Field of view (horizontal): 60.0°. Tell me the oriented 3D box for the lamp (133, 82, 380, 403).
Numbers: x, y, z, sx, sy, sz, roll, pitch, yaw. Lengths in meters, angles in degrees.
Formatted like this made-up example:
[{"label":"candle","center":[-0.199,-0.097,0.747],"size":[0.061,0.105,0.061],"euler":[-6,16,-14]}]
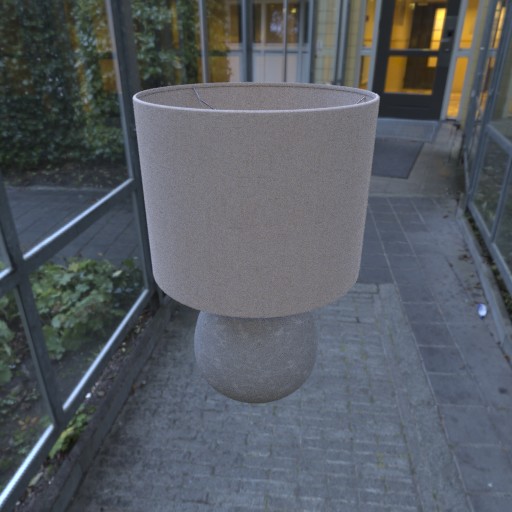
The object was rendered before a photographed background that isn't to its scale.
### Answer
[{"label":"lamp","center":[0.000,0.000,0.588],"size":[0.269,0.409,0.269],"euler":[9,28,18]}]
